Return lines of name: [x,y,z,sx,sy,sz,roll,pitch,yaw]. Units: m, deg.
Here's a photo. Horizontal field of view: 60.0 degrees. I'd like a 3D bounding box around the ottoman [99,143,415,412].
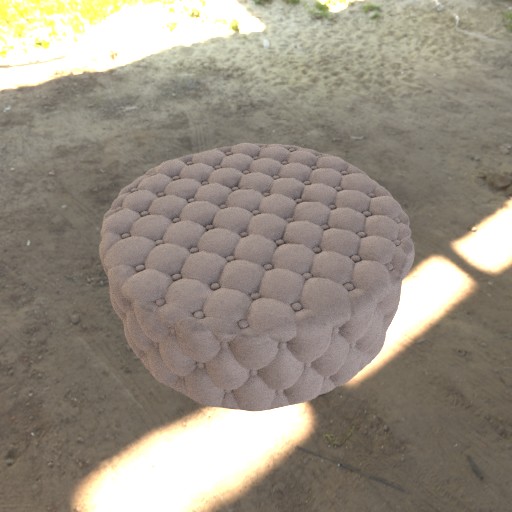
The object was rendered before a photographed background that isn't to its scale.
ottoman: [0.000,0.000,1.530,0.998,0.399,0.998,0,42,0]
